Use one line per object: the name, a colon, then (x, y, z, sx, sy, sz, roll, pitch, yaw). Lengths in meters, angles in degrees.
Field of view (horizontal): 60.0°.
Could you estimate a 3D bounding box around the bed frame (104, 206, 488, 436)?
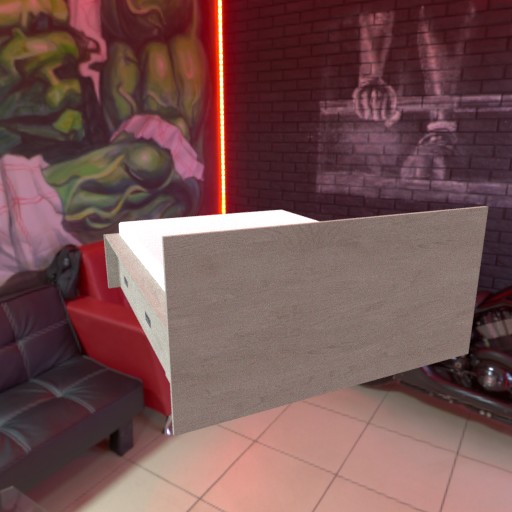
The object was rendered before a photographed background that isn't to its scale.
bed frame: (0.000, 0.000, 2.822, 1.622, 0.800, 1.960, -7, 17, -24)
